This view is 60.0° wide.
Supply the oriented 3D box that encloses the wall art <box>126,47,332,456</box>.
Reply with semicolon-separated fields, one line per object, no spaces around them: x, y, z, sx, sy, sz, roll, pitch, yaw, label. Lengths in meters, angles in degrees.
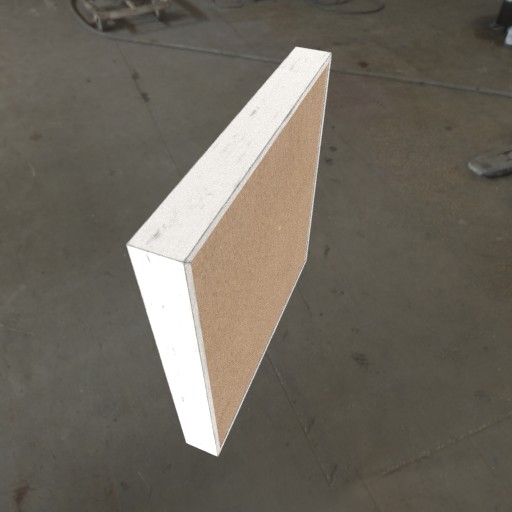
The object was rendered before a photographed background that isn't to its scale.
0.000;0.000;0.459;0.038;0.305;0.305;17;49;15;wall art
